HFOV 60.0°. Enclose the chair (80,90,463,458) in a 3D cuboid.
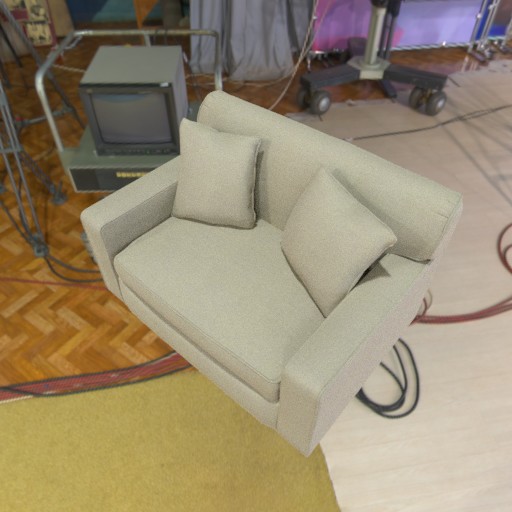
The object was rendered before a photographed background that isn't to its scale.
[{"bbox_3d":[0.000,0.000,2.094,1.383,0.948,1.000,32,54,27],"label":"chair"}]
